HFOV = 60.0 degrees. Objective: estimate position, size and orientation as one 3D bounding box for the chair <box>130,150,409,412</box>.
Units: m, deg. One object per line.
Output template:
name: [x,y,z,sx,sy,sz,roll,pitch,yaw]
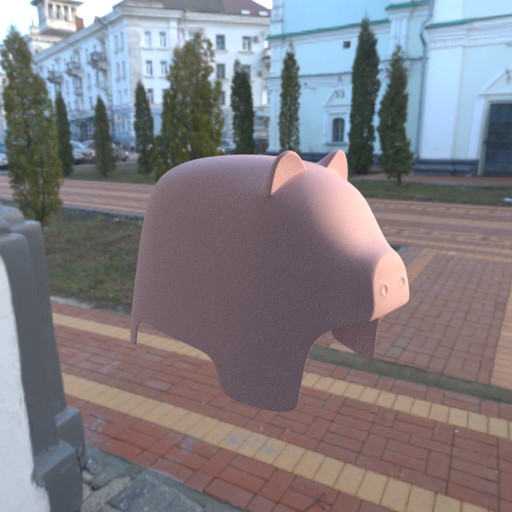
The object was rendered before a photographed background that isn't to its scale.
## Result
chair: [0.000,0.000,0.904,0.619,0.423,0.364,14,20,43]
